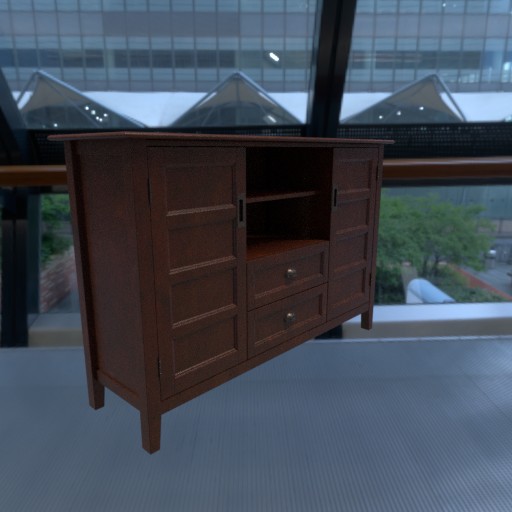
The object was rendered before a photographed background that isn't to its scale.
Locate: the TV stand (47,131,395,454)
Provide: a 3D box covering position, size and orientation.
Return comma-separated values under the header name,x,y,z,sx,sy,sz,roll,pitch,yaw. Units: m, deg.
name,x,y,z,sx,sy,sz,roll,pitch,yaw
TV stand,0.000,0.000,1.783,0.445,0.915,1.372,12,18,42
